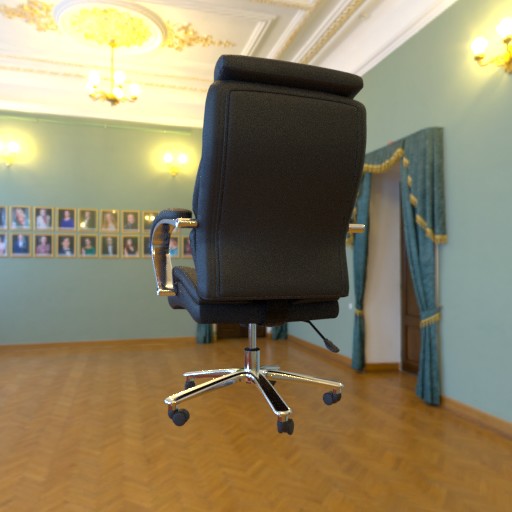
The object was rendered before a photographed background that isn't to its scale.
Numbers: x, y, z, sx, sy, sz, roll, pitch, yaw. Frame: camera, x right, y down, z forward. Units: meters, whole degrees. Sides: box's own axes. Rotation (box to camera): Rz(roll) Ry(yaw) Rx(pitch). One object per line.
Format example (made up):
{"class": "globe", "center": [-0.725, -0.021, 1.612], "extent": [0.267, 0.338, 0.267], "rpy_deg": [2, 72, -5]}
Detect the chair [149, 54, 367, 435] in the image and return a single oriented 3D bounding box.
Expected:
{"class": "chair", "center": [0.000, 0.000, 1.706], "extent": [0.755, 1.183, 0.790], "rpy_deg": [0, -1, -18]}
